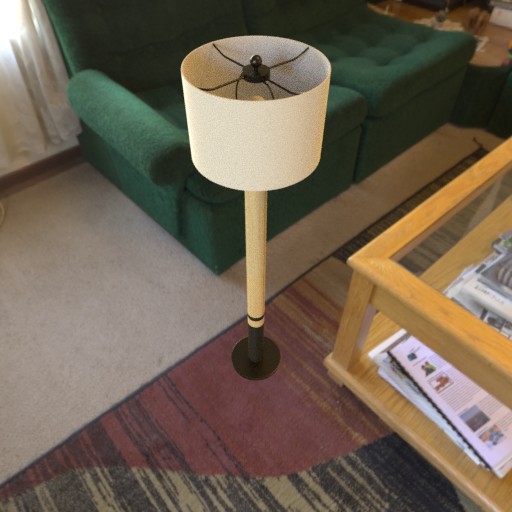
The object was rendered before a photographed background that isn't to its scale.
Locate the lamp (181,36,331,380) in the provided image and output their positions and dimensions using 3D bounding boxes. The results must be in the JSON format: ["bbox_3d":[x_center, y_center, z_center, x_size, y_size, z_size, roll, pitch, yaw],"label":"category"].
[{"bbox_3d":[0.000,0.000,1.653,0.381,1.478,0.381,24,51,21],"label":"lamp"}]
